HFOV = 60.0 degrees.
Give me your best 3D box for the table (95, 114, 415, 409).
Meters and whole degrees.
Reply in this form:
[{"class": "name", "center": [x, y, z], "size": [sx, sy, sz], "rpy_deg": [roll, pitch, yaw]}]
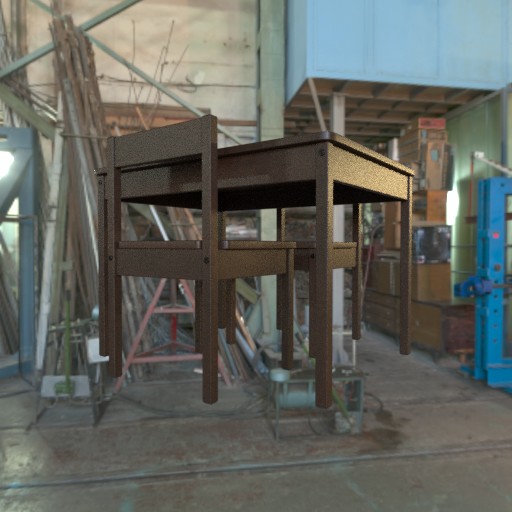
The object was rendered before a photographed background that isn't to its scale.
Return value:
[{"class": "table", "center": [0.000, 0.000, 1.118], "size": [0.650, 0.503, 0.672], "rpy_deg": [1, 2, 35]}]
